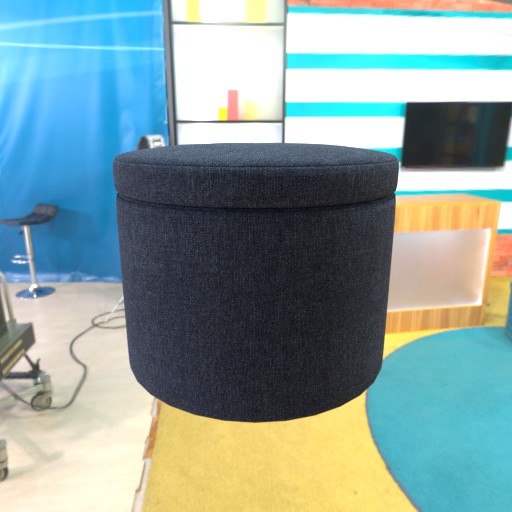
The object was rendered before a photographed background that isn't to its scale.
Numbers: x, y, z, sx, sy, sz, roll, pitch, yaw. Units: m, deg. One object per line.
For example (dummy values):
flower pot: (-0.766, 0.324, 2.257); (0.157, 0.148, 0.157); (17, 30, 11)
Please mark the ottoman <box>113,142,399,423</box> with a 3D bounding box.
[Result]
ottoman: (0.000, 0.000, 0.854); (0.500, 0.419, 0.500); (0, 16, 0)
